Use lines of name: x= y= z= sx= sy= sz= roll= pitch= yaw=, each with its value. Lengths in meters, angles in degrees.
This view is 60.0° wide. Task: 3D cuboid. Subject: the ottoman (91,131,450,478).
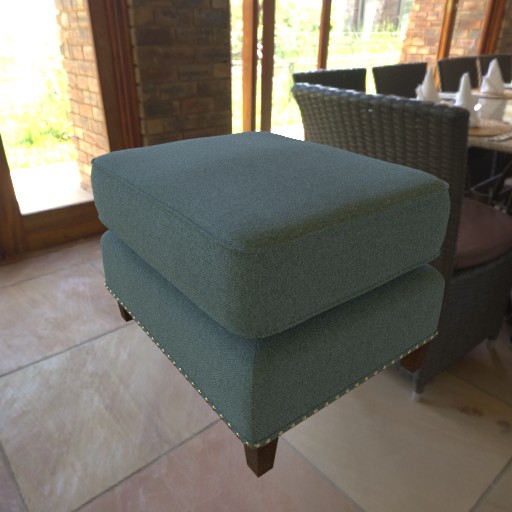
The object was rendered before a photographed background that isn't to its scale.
ottoman: x=0.000 y=0.000 z=1.125 sx=0.589 sy=0.537 sz=0.738 roll=-19 pitch=32 yaw=-33
